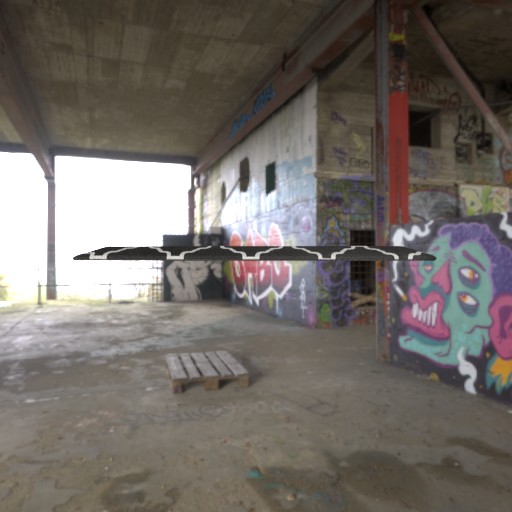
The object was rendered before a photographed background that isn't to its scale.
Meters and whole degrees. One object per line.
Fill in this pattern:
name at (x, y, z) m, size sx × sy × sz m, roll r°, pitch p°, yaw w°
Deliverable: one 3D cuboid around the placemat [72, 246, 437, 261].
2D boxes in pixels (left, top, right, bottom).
placemat at (0.000, 0.000, 0.966) m, size 0.508 × 0.021 × 0.762 m, roll 0°, pitch -1°, yaw 1°
